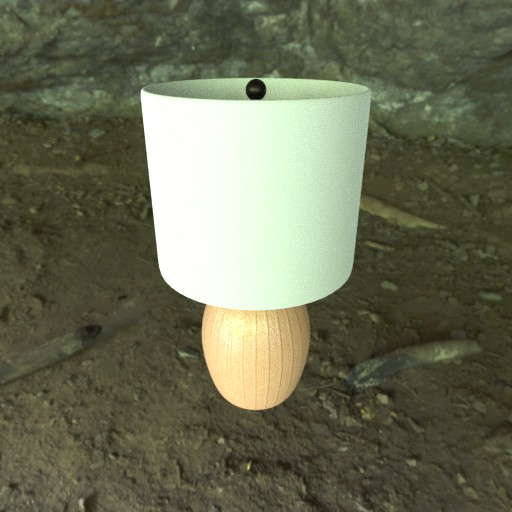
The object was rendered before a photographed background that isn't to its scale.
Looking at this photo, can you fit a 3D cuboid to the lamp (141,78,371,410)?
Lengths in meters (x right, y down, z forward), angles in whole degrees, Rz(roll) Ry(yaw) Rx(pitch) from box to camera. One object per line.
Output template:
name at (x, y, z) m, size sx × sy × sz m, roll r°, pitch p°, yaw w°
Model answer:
lamp at (0.000, 0.000, 0.766) m, size 0.329 × 0.570 × 0.329 m, roll 0°, pitch 26°, yaw 0°
